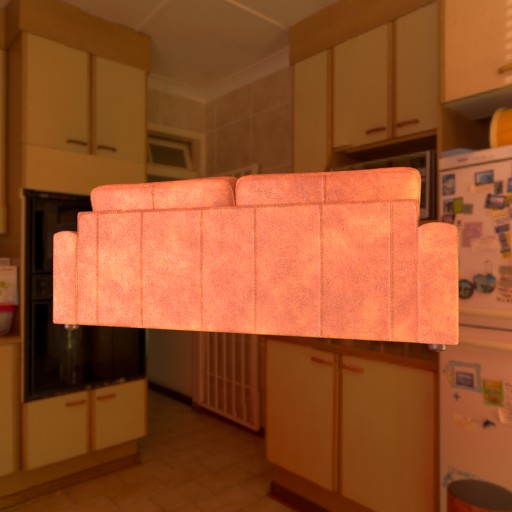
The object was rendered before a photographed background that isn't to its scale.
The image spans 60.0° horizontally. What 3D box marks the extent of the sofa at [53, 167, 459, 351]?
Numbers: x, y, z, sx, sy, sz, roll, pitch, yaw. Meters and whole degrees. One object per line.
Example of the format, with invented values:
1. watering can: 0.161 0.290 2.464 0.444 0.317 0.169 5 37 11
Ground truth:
1. sofa: 0.000 0.000 2.741 2.179 0.873 1.016 0 -1 18
